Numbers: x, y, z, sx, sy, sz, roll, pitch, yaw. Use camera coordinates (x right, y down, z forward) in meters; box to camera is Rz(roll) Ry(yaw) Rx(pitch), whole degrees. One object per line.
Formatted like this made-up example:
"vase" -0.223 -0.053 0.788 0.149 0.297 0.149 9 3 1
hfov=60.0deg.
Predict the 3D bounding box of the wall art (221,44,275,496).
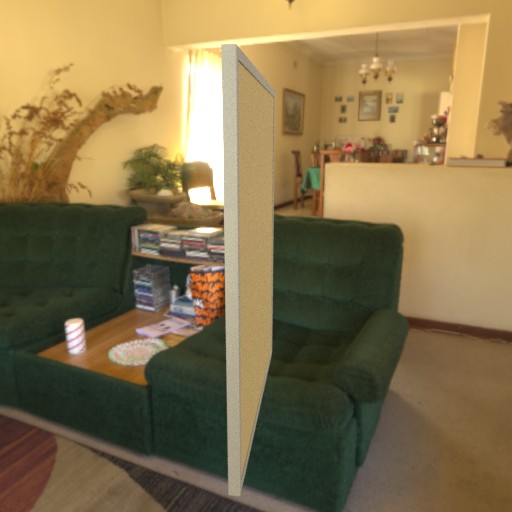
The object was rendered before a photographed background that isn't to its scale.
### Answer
"wall art" 0.000 0.000 1.362 0.034 1.042 0.789 2 14 7
